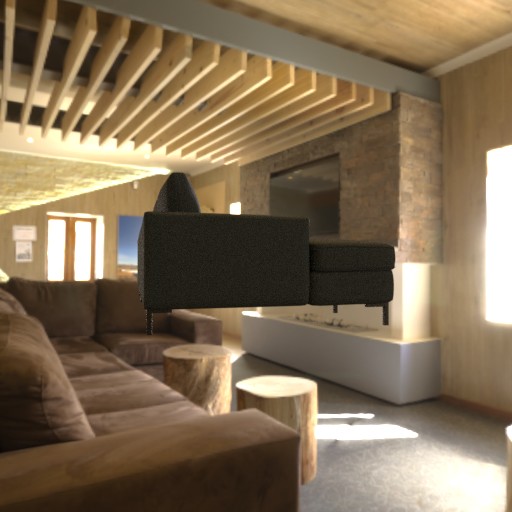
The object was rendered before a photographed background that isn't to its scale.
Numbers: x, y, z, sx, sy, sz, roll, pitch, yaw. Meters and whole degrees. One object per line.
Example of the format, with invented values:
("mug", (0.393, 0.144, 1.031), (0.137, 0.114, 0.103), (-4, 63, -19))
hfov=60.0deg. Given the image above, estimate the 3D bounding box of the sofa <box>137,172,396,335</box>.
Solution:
("sofa", (0.000, 0.000, 3.887), (1.984, 0.858, 2.975), (0, -1, -16))
